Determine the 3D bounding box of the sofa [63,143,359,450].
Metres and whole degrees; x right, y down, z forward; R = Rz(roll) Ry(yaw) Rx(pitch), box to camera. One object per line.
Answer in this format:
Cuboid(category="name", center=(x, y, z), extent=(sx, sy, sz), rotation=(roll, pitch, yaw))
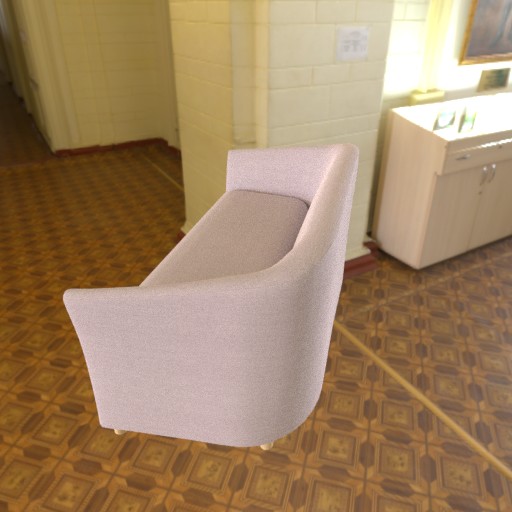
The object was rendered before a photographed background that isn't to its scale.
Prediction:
Cuboid(category="sofa", center=(0.000, 0.000, 1.821), extent=(0.705, 0.721, 1.452), rotation=(8, 30, 13))
